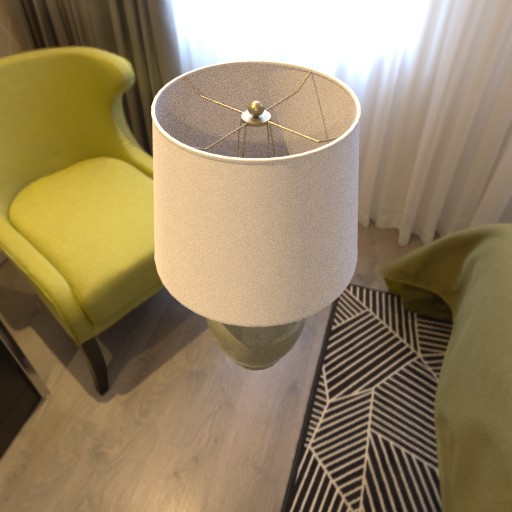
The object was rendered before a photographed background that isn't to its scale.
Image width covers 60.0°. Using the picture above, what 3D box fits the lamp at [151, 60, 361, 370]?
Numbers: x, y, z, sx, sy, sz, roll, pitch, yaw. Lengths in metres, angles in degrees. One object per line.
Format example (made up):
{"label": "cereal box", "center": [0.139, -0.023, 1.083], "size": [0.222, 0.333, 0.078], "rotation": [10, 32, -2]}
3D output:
{"label": "lamp", "center": [0.000, 0.000, 0.544], "size": [0.239, 0.399, 0.239], "rotation": [0, 46, 0]}
